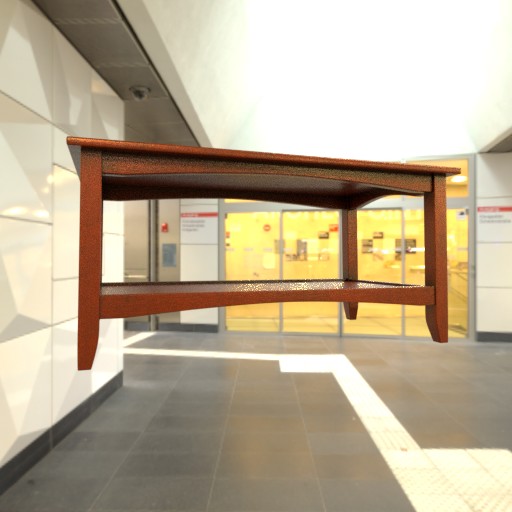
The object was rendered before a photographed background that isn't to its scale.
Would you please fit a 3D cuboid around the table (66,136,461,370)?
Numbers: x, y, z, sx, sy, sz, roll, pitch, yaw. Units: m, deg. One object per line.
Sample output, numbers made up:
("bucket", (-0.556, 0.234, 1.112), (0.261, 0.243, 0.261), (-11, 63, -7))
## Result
("table", (0.000, 0.000, 1.246), (0.943, 0.456, 0.533), (0, 0, -19))
